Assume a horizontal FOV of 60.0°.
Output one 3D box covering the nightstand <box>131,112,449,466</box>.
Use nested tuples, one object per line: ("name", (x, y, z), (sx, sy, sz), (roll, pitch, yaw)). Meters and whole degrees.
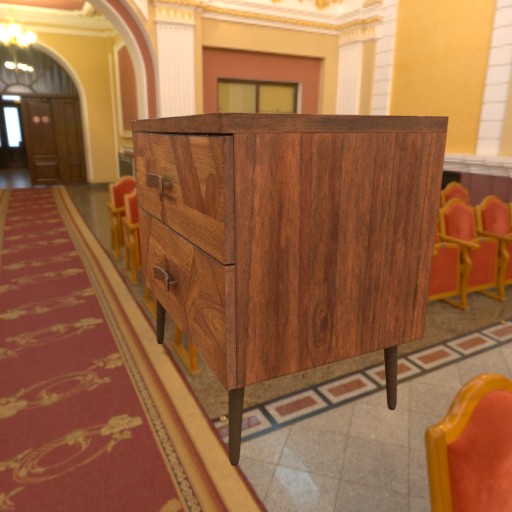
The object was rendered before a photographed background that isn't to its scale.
("nightstand", (0.000, 0.000, 1.031), (0.458, 0.610, 0.610), (-8, 18, -25))
